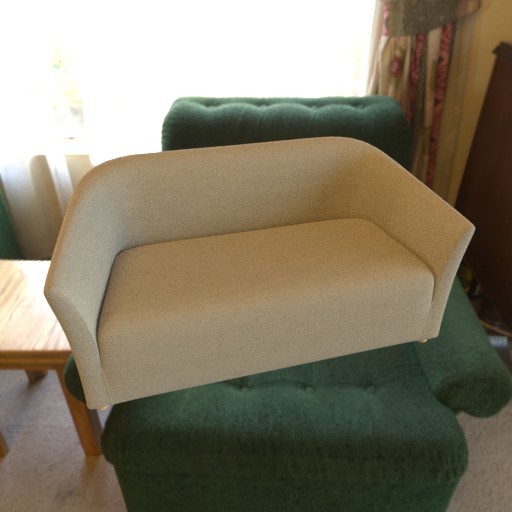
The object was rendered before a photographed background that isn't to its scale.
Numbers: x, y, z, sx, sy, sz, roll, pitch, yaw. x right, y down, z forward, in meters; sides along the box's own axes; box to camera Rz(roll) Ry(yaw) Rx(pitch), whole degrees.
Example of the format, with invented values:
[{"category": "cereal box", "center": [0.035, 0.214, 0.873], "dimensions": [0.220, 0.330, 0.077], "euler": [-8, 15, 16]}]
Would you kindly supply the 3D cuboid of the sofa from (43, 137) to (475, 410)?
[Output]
[{"category": "sofa", "center": [0.000, 0.000, 1.819], "dimensions": [1.452, 0.721, 0.705], "euler": [-8, 34, -13]}]
